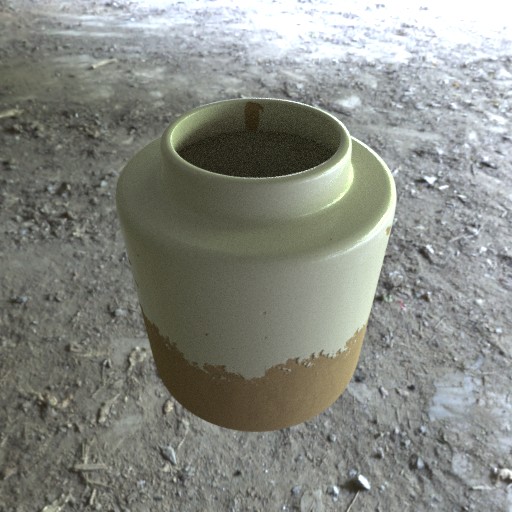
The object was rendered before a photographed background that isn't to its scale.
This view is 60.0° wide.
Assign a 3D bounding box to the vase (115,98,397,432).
[{"bbox_3d":[0.000,0.000,0.282,0.153,0.167,0.153,0,41,0],"label":"vase"}]
